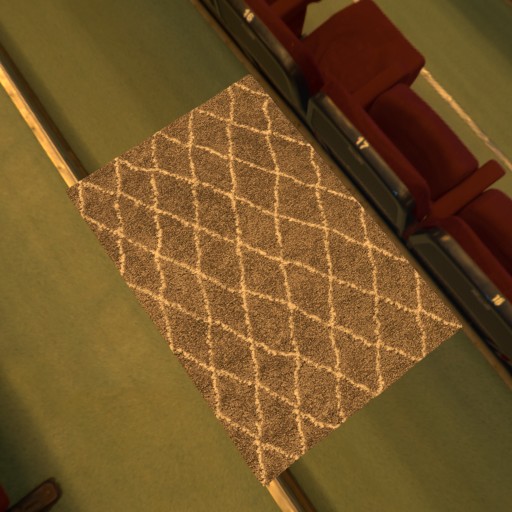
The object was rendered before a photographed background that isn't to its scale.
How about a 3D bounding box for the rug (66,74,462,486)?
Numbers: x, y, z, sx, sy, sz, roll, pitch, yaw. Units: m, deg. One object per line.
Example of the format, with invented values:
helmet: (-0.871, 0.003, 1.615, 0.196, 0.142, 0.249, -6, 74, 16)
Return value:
rug: (0.000, 0.000, 2.266, 1.219, 0.030, 1.778, -35, 78, -9)
